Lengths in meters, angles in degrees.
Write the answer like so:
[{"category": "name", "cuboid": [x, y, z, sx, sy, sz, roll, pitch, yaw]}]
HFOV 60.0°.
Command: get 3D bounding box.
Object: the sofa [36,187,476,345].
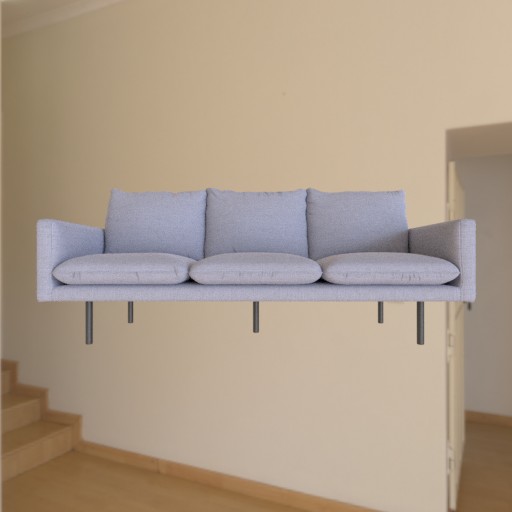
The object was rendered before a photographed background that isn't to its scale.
[{"category": "sofa", "cuboid": [0.000, 0.000, 2.397, 2.000, 0.830, 0.850, 0, 0, 0]}]
